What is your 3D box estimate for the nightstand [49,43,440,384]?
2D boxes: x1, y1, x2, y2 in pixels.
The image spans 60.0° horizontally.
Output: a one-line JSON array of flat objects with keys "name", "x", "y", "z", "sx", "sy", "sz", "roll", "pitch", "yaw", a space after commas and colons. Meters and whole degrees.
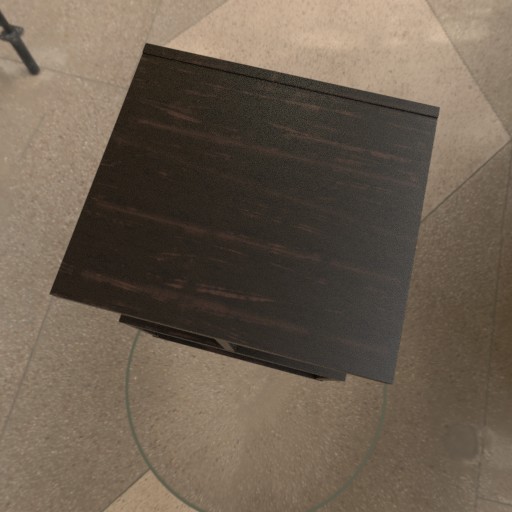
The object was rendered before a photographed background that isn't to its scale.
[{"name": "nightstand", "x": 0.000, "y": 0.000, "z": 0.809, "sx": 0.400, "sy": 0.559, "sz": 0.356, "roll": 14, "pitch": 75, "yaw": 4}]
